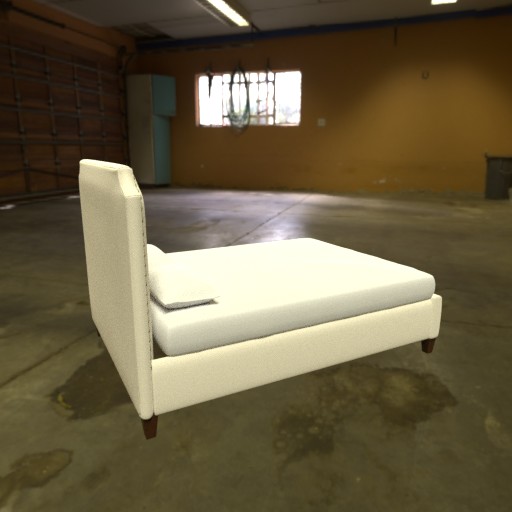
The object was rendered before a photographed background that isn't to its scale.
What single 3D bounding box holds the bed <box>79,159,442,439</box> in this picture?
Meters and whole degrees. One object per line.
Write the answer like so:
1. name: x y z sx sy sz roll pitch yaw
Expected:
1. bed: 0.000 0.000 3.507 2.372 1.497 1.712 -7 16 -27
